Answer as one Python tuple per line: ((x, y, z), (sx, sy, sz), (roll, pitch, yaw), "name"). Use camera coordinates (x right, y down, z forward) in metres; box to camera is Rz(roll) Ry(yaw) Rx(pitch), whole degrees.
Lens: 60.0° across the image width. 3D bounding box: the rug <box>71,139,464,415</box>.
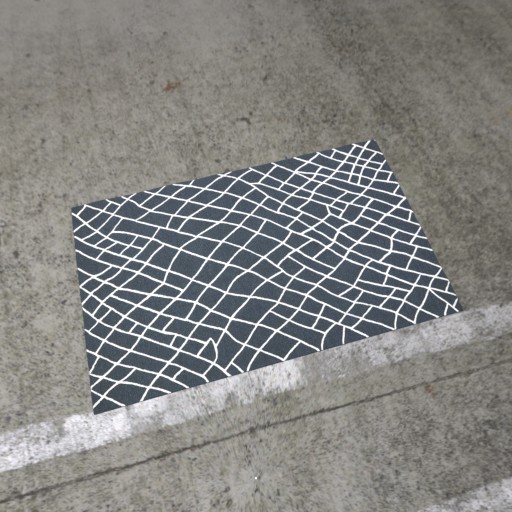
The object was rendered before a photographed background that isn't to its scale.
((0.000, 0.000, 3.130), (2.448, 0.017, 1.529), (-14, 64, -7), "rug")
